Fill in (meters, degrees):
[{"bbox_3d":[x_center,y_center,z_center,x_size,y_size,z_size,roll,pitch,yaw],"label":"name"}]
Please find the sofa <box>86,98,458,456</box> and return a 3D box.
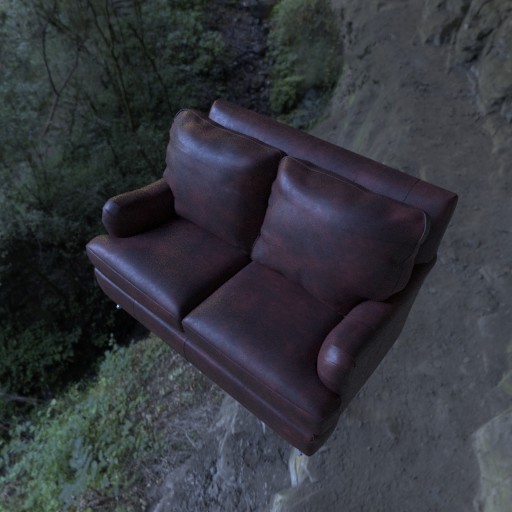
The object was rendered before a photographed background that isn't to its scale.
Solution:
[{"bbox_3d":[0.000,0.000,2.389,1.628,1.070,1.148,31,53,27],"label":"sofa"}]
